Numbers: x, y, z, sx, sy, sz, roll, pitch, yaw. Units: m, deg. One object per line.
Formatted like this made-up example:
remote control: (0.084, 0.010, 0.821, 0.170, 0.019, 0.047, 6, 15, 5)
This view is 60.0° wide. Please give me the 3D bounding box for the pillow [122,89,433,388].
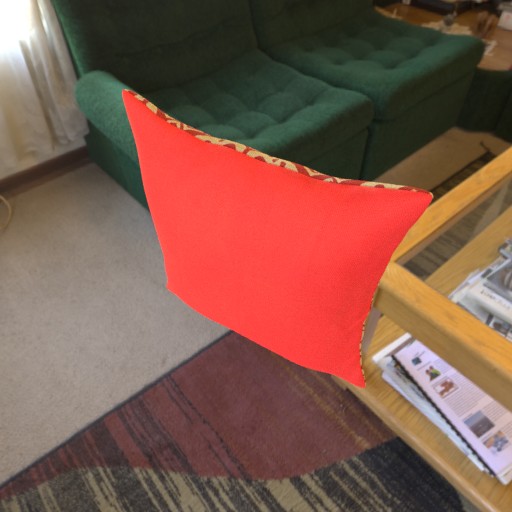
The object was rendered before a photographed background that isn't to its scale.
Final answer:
pillow: (0.000, 0.000, 0.820, 0.522, 0.507, 0.192, 24, 51, 21)
